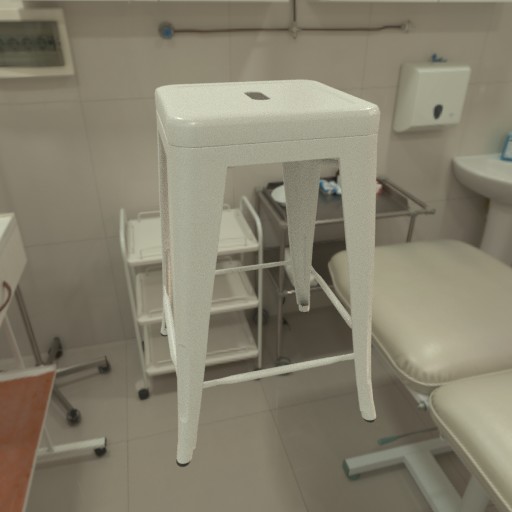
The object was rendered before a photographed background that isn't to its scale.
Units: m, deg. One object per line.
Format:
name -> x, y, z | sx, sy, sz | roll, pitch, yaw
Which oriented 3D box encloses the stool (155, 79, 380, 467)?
stool -> 0.000, 0.000, 0.875 | 0.406, 0.610, 0.406 | -7, 30, -13
